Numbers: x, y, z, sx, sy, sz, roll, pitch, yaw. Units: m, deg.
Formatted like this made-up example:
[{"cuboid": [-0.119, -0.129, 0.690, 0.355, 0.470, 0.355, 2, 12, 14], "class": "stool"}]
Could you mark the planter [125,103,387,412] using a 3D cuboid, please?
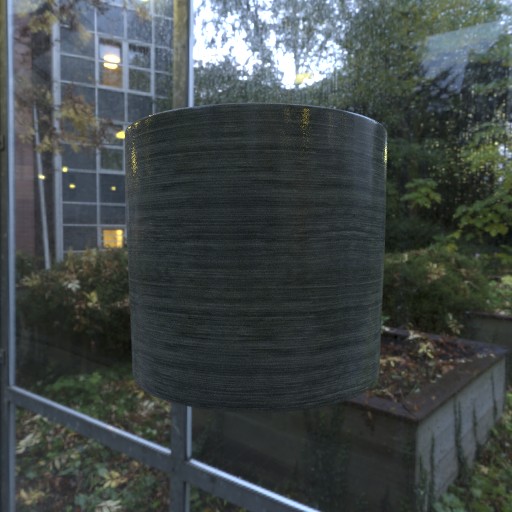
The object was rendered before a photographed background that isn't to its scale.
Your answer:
[{"cuboid": [0.000, 0.000, 0.393, 0.221, 0.201, 0.221, 0, 2, 0], "class": "planter"}]
